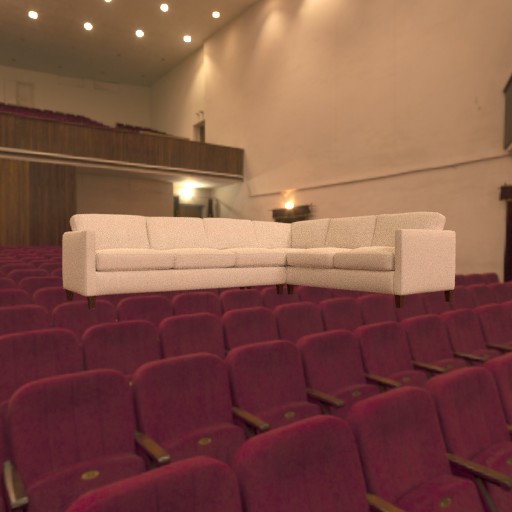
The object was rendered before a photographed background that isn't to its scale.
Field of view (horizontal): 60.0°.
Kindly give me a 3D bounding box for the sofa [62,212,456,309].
[{"bbox_3d":[0.000,0.000,4.637,3.302,0.947,2.593,-1,1,-36],"label":"sofa"}]
